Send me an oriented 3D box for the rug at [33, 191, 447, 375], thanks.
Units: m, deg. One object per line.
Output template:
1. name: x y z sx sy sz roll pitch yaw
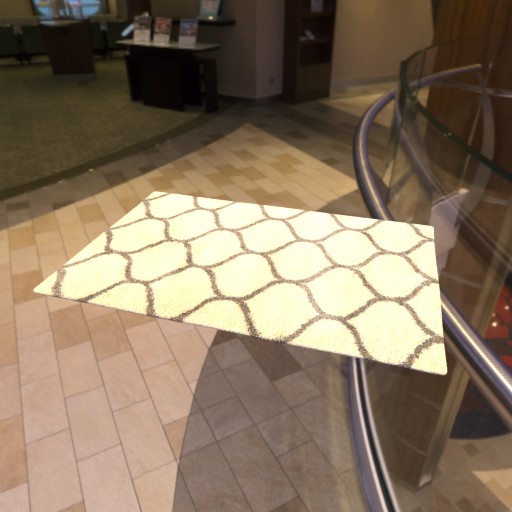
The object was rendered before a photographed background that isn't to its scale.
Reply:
1. rug: 0.000 0.000 3.466 2.701 0.026 1.801 9 33 14
